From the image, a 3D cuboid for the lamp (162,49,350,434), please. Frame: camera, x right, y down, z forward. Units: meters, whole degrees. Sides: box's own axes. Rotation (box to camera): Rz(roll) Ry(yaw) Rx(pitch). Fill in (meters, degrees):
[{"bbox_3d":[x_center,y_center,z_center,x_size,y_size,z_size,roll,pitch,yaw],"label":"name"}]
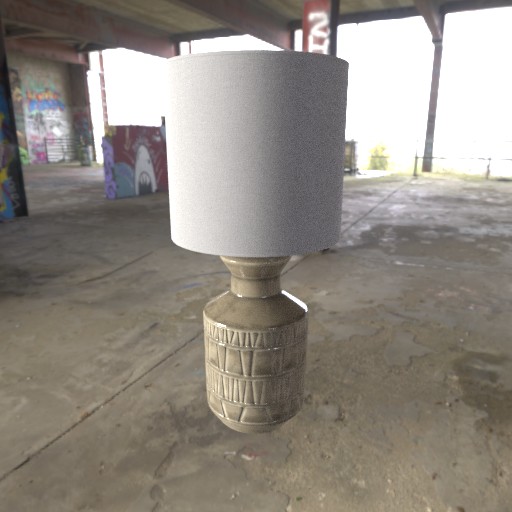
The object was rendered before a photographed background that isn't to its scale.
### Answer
[{"bbox_3d":[0.000,0.000,0.571,0.211,0.455,0.211,-15,21,-42],"label":"lamp"}]
